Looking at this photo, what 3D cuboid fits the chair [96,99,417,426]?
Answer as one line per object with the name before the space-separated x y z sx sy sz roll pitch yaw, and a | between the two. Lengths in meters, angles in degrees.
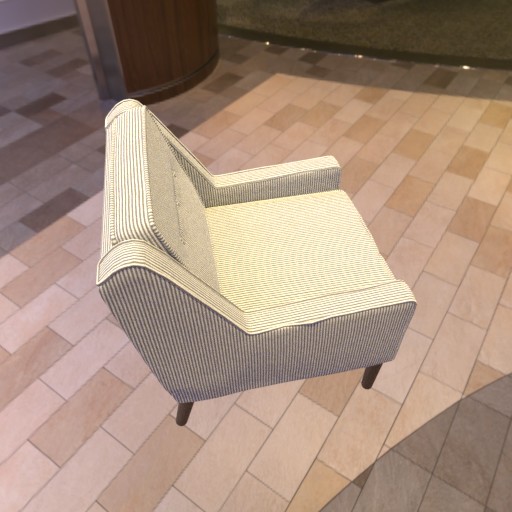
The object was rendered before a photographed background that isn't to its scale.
chair | 0.000 0.000 1.328 0.743 0.792 0.663 -9 47 -8
